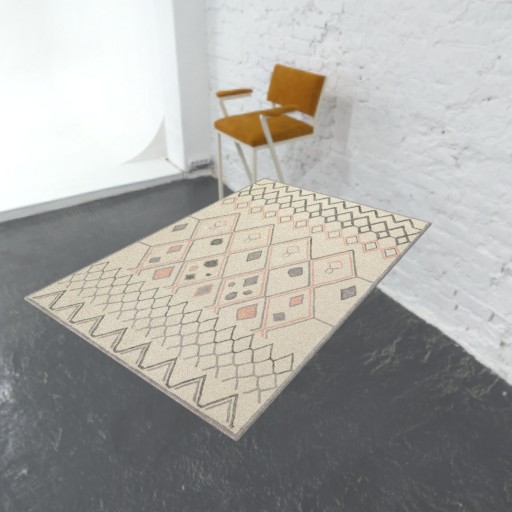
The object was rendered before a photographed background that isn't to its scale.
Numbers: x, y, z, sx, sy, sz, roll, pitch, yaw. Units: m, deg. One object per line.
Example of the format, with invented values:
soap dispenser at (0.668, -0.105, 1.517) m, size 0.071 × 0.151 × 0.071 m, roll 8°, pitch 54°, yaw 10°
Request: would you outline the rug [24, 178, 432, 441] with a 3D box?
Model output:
rug at (0.000, 0.000, 2.291) m, size 1.219 × 0.016 × 1.829 m, roll 21°, pitch 37°, yaw 31°
